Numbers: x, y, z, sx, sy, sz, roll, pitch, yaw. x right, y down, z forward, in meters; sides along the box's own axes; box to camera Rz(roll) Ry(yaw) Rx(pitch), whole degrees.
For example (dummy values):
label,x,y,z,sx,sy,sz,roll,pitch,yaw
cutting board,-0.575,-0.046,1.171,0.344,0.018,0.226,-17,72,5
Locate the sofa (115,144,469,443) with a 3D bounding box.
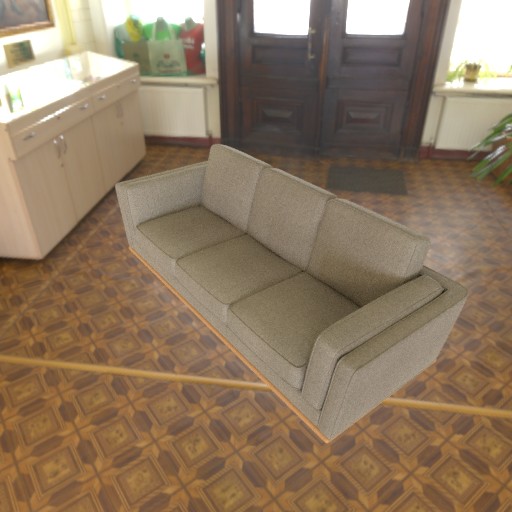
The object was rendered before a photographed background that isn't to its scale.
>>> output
label,x,y,z,sx,sy,sz,roll,pitch,yaw
sofa,0.000,0.000,2.840,0.903,0.899,2.362,-22,38,-31
